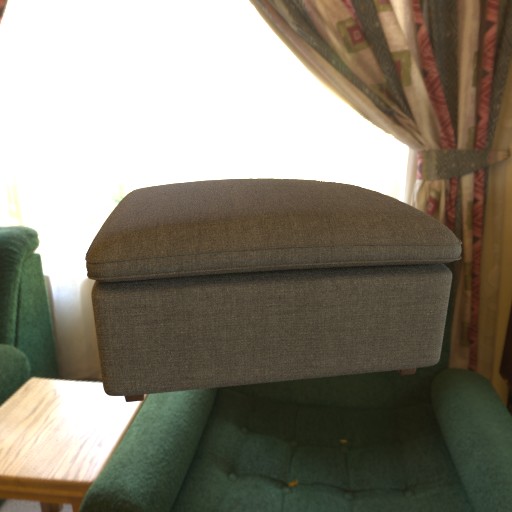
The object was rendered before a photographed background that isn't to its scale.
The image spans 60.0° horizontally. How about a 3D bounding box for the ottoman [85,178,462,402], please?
[{"bbox_3d":[0.000,0.000,1.718,1.067,0.559,1.067,-3,17,-9],"label":"ottoman"}]
